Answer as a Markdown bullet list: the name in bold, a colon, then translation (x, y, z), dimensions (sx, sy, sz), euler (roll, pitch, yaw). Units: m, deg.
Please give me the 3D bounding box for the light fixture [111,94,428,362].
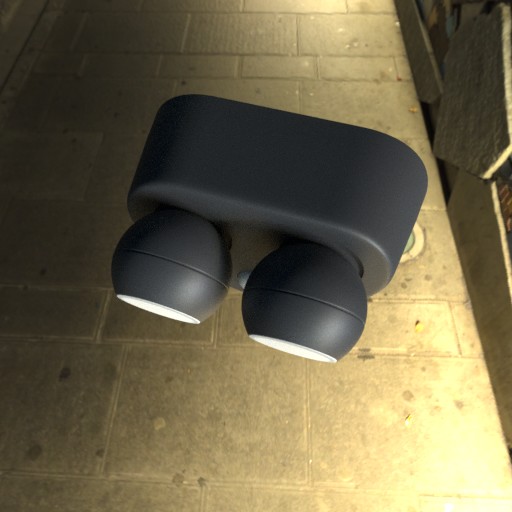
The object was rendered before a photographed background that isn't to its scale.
- **light fixture**: translation (0.000, 0.000, 0.347), dimensions (0.229, 0.159, 0.159), euler (15, 59, 9)
